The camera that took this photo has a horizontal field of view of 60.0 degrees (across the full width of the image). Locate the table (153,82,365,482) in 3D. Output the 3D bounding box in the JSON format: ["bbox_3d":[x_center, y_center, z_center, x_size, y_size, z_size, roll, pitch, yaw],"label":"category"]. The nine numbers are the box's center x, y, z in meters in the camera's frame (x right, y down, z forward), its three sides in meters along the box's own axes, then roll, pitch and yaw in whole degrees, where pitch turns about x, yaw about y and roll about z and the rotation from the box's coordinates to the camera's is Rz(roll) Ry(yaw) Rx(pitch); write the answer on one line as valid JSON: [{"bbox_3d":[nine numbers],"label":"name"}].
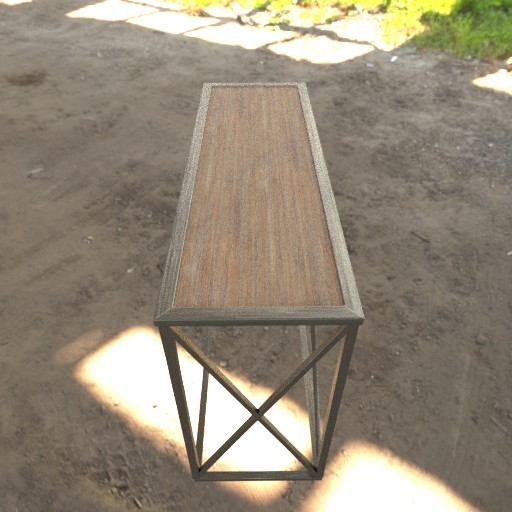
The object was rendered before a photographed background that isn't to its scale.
[{"bbox_3d":[0.000,0.000,1.543,0.402,0.753,1.216,0,41,0],"label":"table"}]
